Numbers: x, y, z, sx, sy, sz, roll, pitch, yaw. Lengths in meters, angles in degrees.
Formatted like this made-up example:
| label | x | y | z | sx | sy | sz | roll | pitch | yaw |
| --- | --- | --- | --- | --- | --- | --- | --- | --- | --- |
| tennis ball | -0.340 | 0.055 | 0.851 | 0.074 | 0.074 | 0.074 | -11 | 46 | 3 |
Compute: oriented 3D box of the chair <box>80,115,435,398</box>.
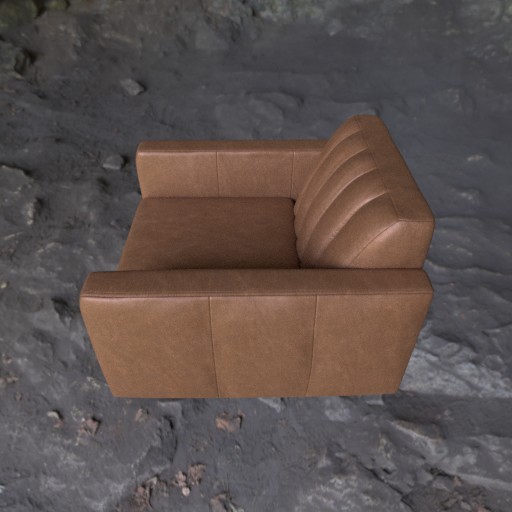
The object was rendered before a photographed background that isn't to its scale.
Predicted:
| label | x | y | z | sx | sy | sz | roll | pitch | yaw |
| --- | --- | --- | --- | --- | --- | --- | --- | --- | --- |
| chair | 0.000 | 0.000 | 1.667 | 0.998 | 0.819 | 0.953 | -1 | 41 | -1 |
